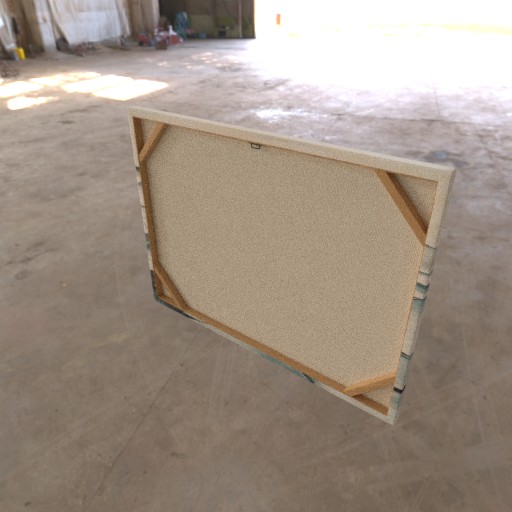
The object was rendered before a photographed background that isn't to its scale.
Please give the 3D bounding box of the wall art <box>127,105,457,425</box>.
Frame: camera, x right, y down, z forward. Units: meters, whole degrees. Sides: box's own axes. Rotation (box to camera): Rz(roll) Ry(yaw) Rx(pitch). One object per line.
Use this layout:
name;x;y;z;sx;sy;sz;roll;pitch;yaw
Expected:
wall art;0.000;0.000;1.629;1.219;0.915;0.039;21;36;31
